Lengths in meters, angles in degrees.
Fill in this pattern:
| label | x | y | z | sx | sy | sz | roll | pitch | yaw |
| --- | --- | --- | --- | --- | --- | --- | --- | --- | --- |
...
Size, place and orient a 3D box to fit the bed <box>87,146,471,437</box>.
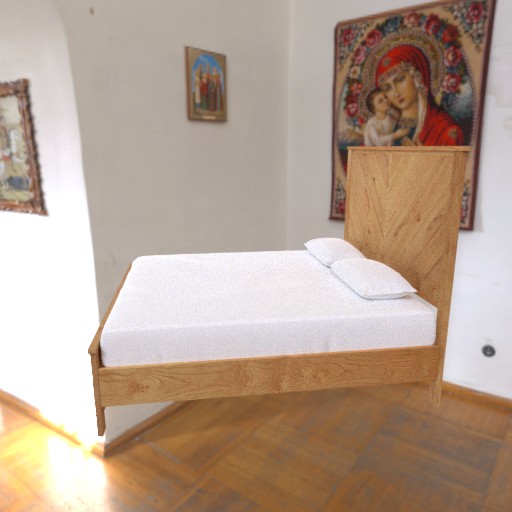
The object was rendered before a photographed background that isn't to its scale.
| label | x | y | z | sx | sy | sz | roll | pitch | yaw |
| --- | --- | --- | --- | --- | --- | --- | --- | --- | --- |
| bed | 0.000 | 0.000 | 4.035 | 2.530 | 1.938 | 2.225 | -2 | 14 | -8 |
